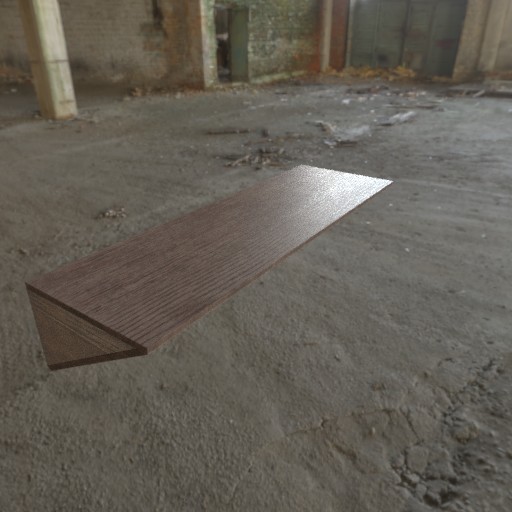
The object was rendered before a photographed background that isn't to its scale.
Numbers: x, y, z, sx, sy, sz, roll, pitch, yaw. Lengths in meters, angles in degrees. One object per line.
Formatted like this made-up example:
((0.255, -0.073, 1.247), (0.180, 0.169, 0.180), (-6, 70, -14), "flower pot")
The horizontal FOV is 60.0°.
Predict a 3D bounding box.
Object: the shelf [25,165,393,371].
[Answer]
((0.000, 0.000, 0.693), (0.200, 0.125, 0.610), (18, 32, 31), "shelf")
